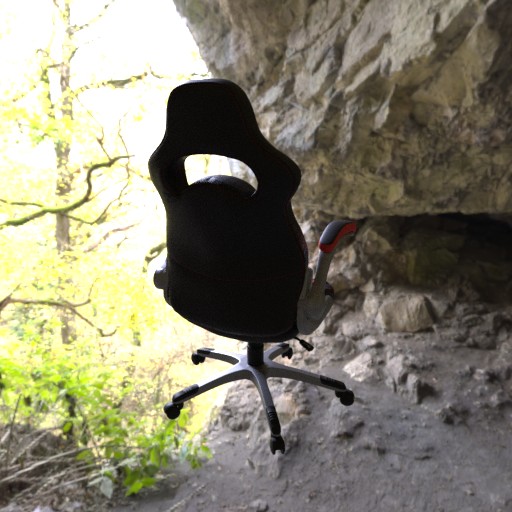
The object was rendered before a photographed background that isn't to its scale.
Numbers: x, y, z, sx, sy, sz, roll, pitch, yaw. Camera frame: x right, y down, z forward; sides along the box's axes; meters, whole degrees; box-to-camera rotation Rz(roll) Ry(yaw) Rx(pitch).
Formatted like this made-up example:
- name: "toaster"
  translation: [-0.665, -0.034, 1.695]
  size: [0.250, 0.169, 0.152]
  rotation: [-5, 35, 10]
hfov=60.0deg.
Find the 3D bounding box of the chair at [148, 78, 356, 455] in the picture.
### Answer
- name: "chair"
  translation: [0.000, 0.000, 1.638]
  size: [0.758, 1.165, 0.712]
  rotation: [8, 18, 25]
